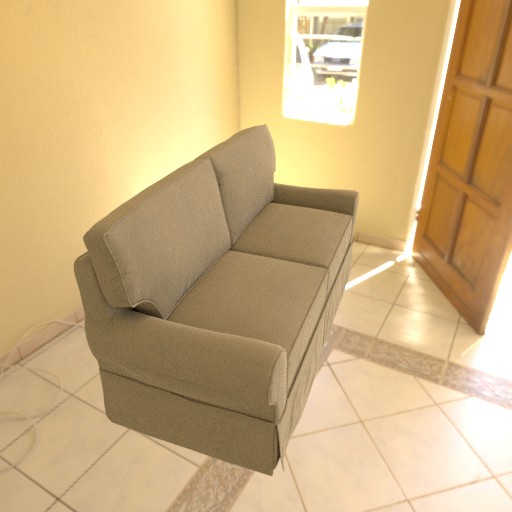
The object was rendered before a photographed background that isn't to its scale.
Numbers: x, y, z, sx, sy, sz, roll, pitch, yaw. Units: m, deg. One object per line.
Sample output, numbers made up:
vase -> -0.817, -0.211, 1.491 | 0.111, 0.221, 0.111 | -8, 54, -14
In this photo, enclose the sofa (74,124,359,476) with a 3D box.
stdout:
sofa -> 0.000, 0.000, 2.332 | 0.841, 1.024, 1.823 | 11, 31, 18
